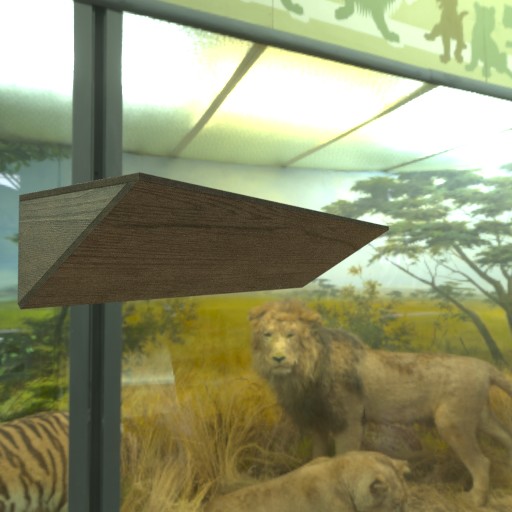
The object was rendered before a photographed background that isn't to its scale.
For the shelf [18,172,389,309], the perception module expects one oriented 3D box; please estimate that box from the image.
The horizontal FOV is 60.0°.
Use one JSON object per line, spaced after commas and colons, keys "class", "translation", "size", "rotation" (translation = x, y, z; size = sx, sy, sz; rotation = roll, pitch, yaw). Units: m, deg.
{"class": "shelf", "translation": [0.000, 0.000, 0.672], "size": [0.200, 0.125, 0.610], "rotation": [-1, -2, 36]}
